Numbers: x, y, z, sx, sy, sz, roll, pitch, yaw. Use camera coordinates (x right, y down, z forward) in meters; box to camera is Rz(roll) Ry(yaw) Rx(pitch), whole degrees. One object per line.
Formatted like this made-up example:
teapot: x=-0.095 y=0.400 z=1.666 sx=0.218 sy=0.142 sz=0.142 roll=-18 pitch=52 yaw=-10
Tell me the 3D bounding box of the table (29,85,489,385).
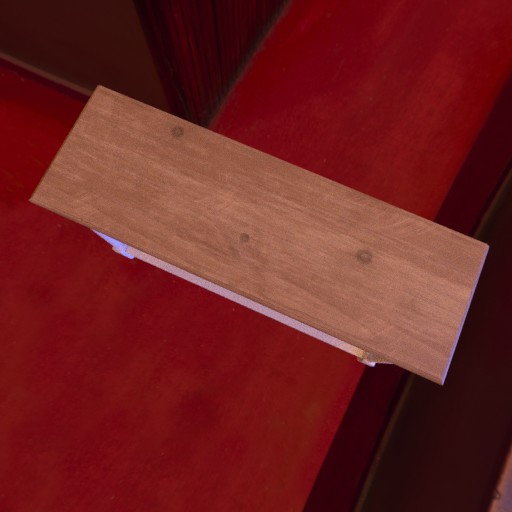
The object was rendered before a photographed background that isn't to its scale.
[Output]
table: x=0.000 y=0.000 z=1.604 sx=1.219 sy=0.800 sz=0.399 roll=24 pitch=78 yaw=5
